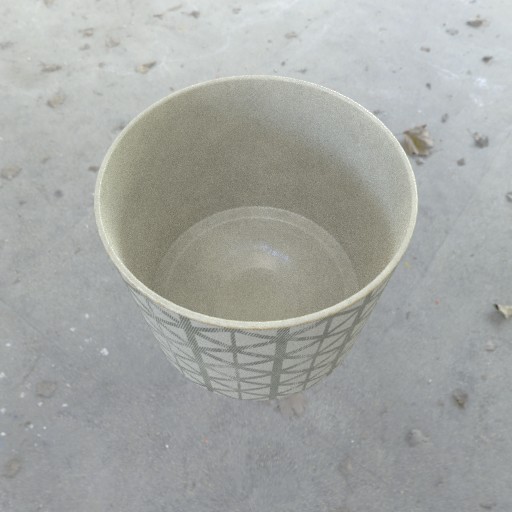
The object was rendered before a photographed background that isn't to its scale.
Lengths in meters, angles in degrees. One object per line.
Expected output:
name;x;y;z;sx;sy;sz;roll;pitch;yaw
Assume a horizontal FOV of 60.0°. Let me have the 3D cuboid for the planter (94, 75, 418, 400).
planter;0.000;0.000;0.449;0.250;0.239;0.250;0;59;0
